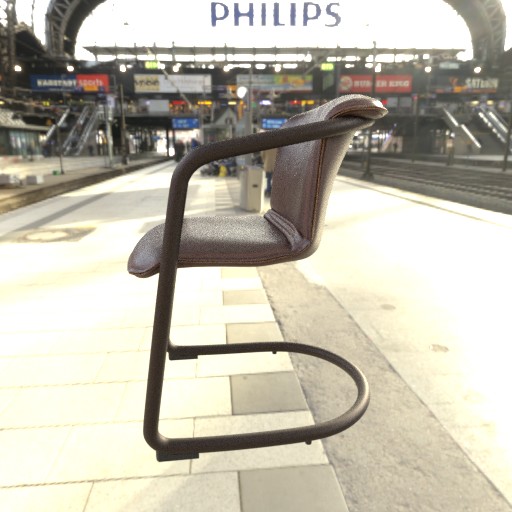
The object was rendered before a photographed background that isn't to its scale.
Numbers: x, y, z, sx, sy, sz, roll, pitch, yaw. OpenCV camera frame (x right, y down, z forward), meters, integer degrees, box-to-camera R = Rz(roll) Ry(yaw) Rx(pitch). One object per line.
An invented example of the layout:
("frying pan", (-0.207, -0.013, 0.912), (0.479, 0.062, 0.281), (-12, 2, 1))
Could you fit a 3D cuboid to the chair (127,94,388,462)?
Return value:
("chair", (0.000, 0.000, 1.212), (0.664, 0.836, 0.536), (-2, 14, -7))
